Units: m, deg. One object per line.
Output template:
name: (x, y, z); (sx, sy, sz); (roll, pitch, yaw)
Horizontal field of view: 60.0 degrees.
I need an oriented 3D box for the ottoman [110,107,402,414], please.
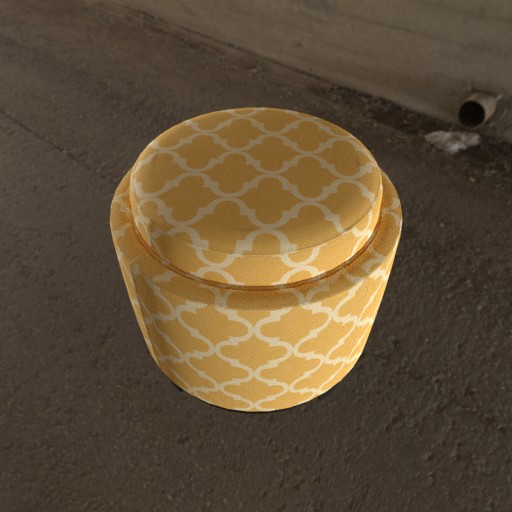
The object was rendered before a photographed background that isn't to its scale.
ottoman: (0.000, 0.000, 0.835); (0.480, 0.429, 0.480); (0, 46, 0)
